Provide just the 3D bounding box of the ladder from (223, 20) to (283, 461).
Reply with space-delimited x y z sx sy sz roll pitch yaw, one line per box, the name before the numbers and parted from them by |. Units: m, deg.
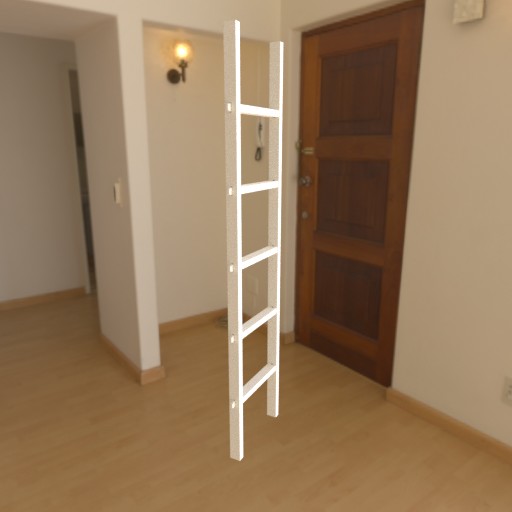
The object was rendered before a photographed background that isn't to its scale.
ladder | 0.000 0.000 1.950 0.051 1.797 0.452 7 16 27
